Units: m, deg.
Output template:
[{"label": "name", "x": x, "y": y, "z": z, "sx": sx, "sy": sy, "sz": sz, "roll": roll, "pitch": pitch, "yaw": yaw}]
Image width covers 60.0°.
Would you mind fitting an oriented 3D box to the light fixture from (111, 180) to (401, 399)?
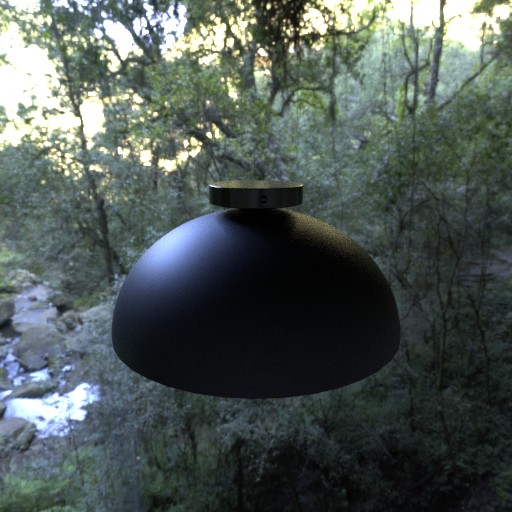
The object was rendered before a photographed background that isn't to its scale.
[{"label": "light fixture", "x": 0.000, "y": 0.000, "z": 0.550, "sx": 0.355, "sy": 0.177, "sz": 0.355, "roll": 0, "pitch": 14, "yaw": 0}]
